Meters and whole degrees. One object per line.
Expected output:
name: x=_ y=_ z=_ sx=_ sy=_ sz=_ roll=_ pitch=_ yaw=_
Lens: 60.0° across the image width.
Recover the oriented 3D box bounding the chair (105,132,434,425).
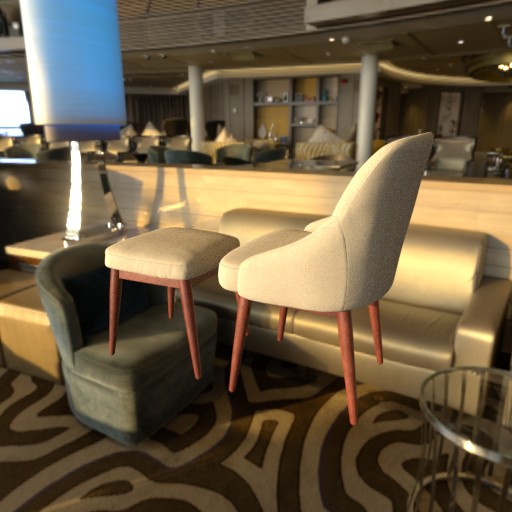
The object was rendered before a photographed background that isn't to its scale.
chair: x=0.000 y=0.000 z=1.602 sx=1.114 sy=0.866 sz=0.584 roll=8 pitch=18 yaw=25
